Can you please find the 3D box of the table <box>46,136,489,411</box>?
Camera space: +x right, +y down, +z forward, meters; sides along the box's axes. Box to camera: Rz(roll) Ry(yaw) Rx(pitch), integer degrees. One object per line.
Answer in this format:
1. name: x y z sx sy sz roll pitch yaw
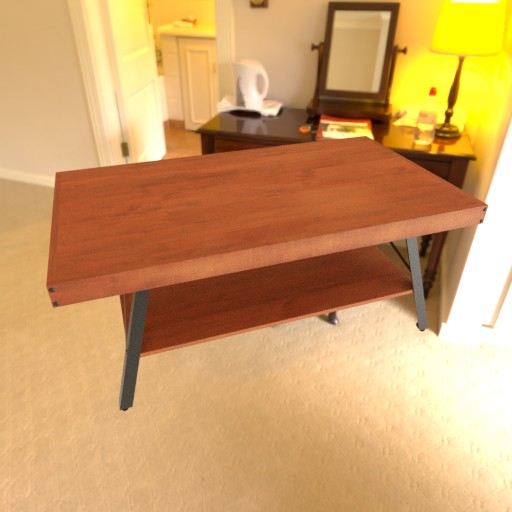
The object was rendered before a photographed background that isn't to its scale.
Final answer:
1. table: 0.000 0.000 1.366 1.067 0.457 0.610 -11 34 -16
